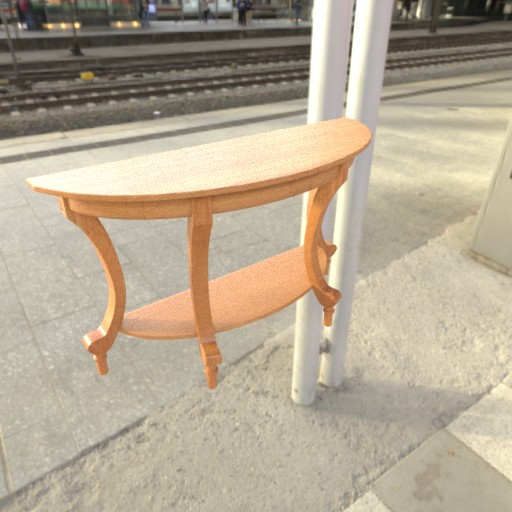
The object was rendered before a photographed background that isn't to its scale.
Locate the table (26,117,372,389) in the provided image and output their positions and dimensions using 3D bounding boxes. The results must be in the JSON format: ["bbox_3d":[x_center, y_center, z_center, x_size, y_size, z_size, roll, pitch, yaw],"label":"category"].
[{"bbox_3d":[0.000,0.000,1.496,1.198,0.692,0.394,-20,35,-32],"label":"table"}]
